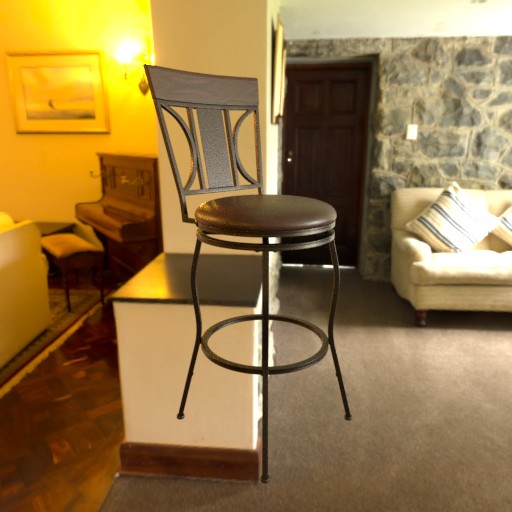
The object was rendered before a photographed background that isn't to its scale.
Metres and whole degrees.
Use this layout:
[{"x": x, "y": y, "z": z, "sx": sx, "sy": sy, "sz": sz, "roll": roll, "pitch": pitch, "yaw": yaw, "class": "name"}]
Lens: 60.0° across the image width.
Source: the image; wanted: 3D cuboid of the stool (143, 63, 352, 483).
[{"x": 0.000, "y": 0.000, "z": 1.400, "sx": 0.448, "sy": 1.130, "sz": 0.513, "roll": -14, "pitch": 20, "yaw": -43, "class": "stool"}]
